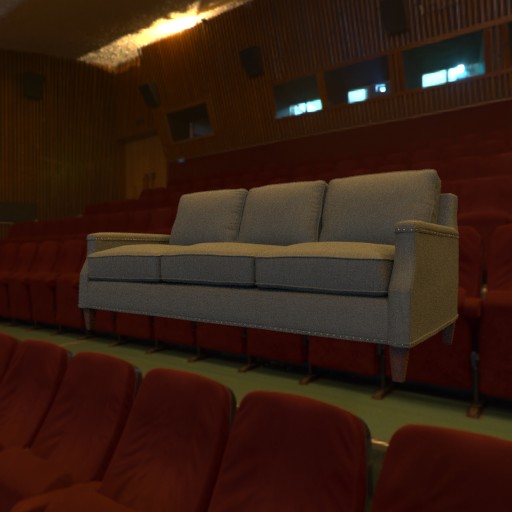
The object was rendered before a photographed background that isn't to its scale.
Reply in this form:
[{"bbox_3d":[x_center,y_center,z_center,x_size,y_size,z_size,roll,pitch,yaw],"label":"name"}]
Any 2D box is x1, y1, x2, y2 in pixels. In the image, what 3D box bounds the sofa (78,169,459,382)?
[{"bbox_3d":[0.000,0.000,2.803,2.246,1.003,1.084,0,1,35],"label":"sofa"}]
